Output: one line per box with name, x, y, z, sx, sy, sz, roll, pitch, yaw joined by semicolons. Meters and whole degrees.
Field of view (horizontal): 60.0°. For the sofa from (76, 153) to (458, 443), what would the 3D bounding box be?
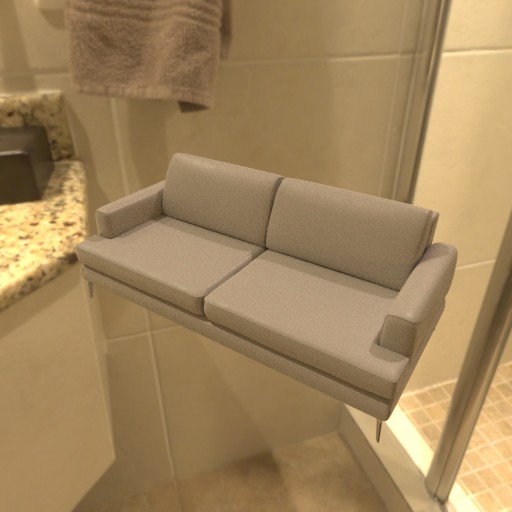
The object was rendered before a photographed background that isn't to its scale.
sofa;0.000;0.000;2.468;1.940;0.765;0.974;19;35;29
